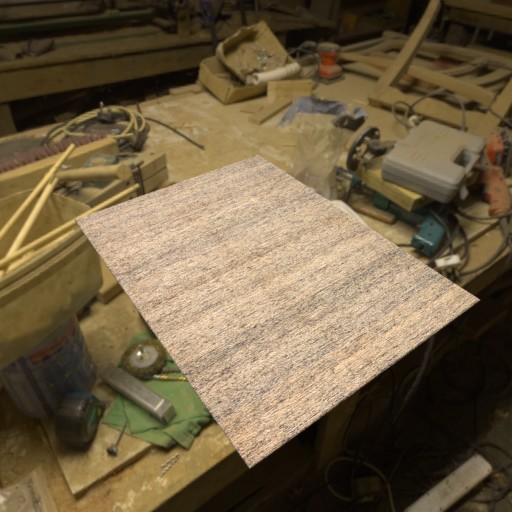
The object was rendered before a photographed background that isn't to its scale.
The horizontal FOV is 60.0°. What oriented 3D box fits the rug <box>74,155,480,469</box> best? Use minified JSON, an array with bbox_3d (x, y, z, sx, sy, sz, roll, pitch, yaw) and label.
[{"bbox_3d":[0.000,0.000,4.230,2.414,0.036,3.199,-25,47,-26],"label":"rug"}]
